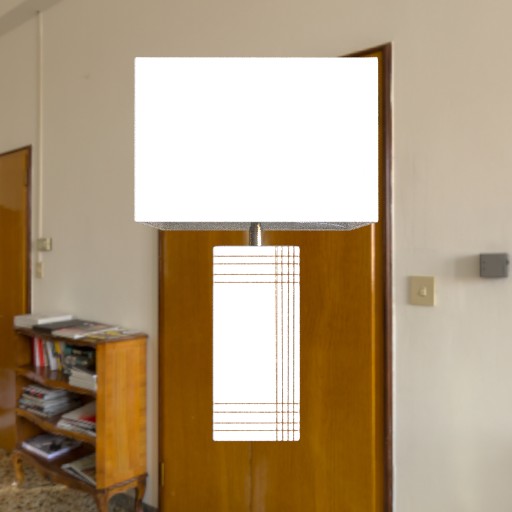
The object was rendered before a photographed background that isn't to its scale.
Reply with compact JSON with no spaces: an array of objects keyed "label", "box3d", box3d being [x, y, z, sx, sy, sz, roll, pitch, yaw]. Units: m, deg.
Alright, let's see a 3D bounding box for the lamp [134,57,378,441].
[{"label":"lamp","box3d":[0.000,0.000,0.694,0.334,0.543,0.182,0,0,0]}]
